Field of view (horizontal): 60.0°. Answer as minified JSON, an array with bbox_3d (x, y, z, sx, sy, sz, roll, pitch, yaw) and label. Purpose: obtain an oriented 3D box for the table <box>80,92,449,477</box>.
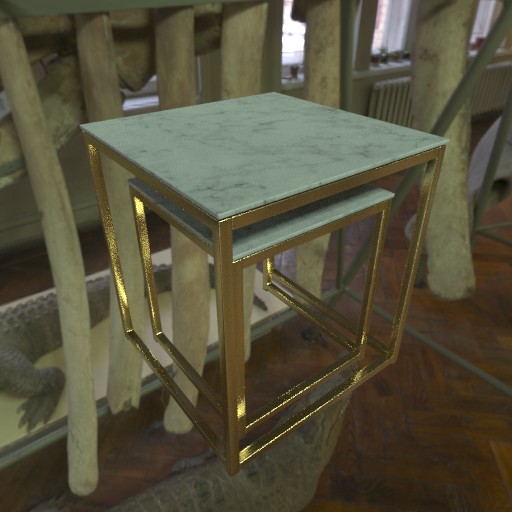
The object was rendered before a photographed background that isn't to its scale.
[{"bbox_3d":[0.000,0.000,0.888,0.450,0.500,0.450,-22,38,-31],"label":"table"}]
